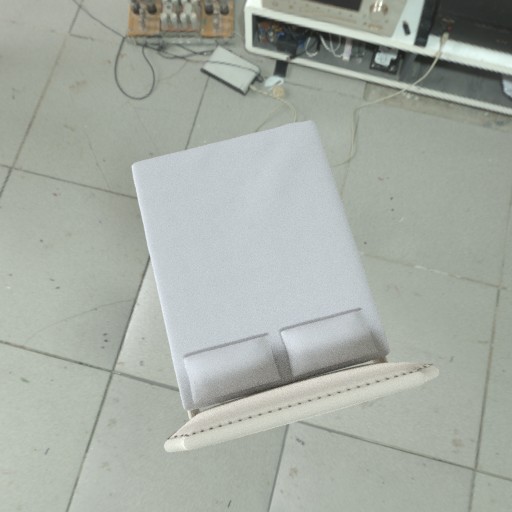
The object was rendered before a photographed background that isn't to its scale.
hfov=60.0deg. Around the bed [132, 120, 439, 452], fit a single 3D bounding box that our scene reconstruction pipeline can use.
[{"bbox_3d":[0.000,0.000,3.499,1.712,1.497,2.372,-15,77,-4],"label":"bed"}]
